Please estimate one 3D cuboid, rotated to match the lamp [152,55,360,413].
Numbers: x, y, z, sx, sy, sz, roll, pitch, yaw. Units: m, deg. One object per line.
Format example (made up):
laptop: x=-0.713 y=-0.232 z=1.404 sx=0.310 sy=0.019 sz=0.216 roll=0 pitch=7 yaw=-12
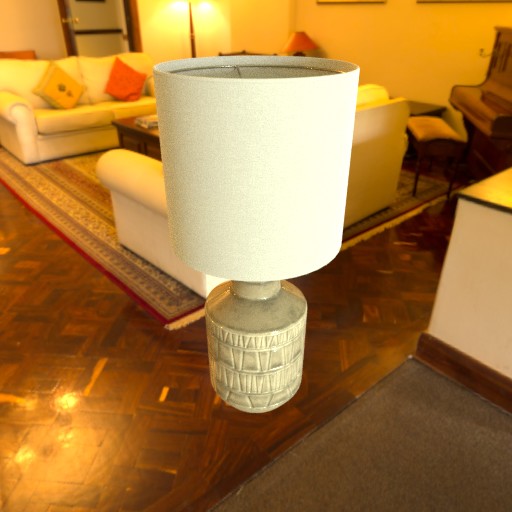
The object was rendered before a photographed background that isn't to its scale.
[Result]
lamp: x=0.000 y=0.000 z=0.571 sx=0.211 sy=0.455 sz=0.211 roll=0 pitch=29 yaw=0
